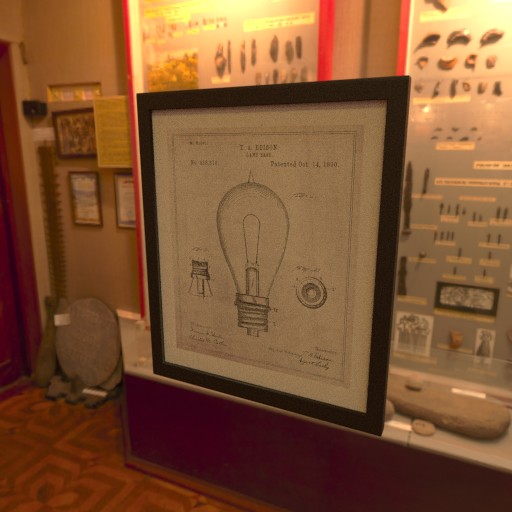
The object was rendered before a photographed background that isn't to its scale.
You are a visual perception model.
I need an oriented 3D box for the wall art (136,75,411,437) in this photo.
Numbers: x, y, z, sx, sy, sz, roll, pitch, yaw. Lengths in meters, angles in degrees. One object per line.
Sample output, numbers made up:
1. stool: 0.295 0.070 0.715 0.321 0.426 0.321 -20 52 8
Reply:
1. wall art: 0.000 0.000 0.707 0.430 0.509 0.021 7 15 26
